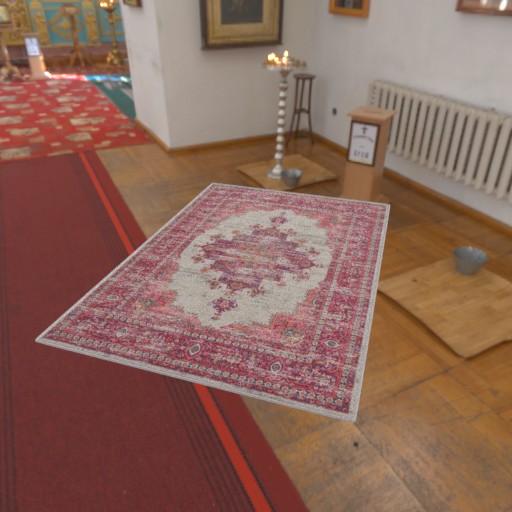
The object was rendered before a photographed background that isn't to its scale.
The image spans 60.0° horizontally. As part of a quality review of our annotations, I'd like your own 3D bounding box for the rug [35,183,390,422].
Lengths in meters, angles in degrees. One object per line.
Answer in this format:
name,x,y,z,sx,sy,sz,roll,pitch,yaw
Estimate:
rug,0.000,0.000,2.870,1.555,0.011,2.232,9,32,16
